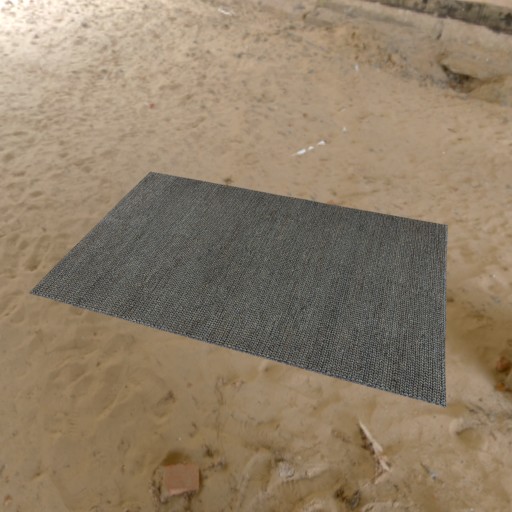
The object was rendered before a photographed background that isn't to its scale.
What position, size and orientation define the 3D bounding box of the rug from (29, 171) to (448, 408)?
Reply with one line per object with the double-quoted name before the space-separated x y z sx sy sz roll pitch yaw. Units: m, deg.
"rug" 0.000 0.000 2.977 2.443 0.021 1.538 12 42 14
